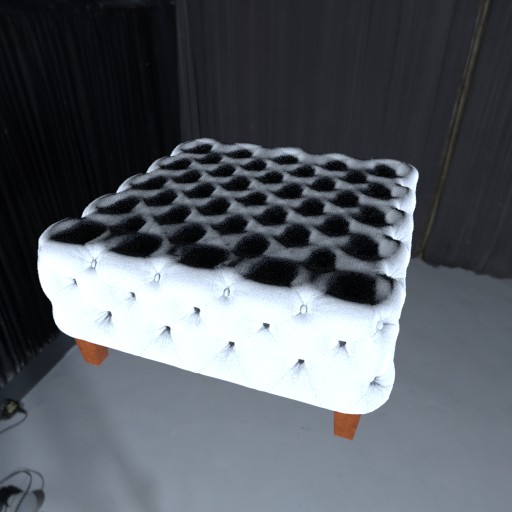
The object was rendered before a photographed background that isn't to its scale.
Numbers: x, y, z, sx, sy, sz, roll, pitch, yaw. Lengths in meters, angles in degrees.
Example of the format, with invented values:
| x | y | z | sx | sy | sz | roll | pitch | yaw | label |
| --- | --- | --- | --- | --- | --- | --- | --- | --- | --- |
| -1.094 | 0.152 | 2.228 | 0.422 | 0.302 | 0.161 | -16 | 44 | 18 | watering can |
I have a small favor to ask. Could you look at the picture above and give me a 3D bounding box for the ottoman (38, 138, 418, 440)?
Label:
| x | y | z | sx | sy | sz | roll | pitch | yaw | label |
| --- | --- | --- | --- | --- | --- | --- | --- | --- | --- |
| 0.000 | 0.000 | 1.164 | 0.758 | 0.365 | 0.764 | 11 | 34 | 16 | ottoman |
